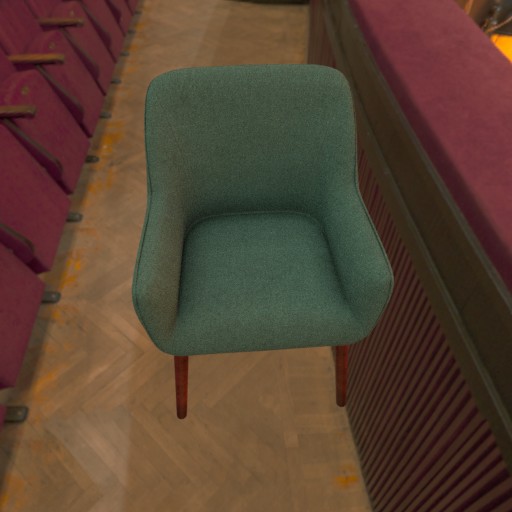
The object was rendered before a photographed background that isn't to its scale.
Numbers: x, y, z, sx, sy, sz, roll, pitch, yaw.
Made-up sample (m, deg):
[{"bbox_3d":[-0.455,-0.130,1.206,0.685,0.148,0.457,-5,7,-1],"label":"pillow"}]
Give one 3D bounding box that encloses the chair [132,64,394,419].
[{"bbox_3d":[0.000,0.000,1.170,0.543,0.803,0.519,-3,46,-3],"label":"chair"}]
